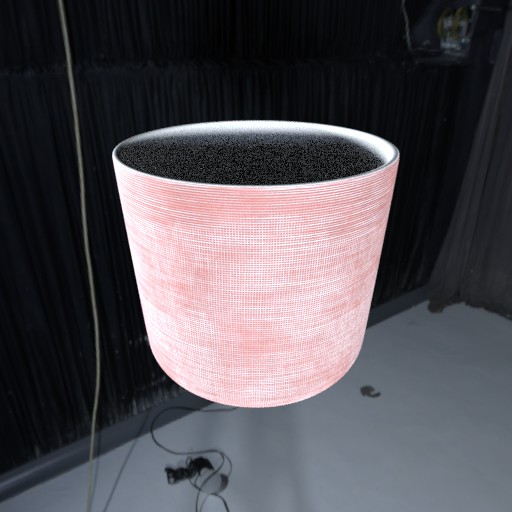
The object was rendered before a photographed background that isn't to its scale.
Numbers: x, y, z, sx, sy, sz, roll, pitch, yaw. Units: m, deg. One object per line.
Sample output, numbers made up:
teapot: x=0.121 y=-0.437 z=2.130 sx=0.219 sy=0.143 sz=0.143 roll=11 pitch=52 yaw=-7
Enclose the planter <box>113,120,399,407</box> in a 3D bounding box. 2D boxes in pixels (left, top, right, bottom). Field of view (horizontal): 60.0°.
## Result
planter: x=0.000 y=0.000 z=0.795 sx=0.440 sy=0.398 sz=0.440 roll=0 pitch=27 yaw=0
